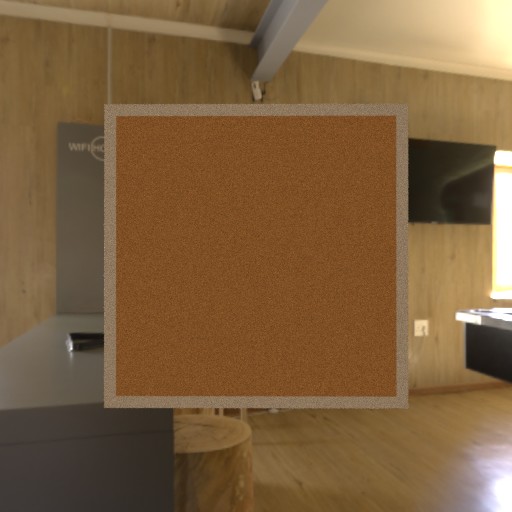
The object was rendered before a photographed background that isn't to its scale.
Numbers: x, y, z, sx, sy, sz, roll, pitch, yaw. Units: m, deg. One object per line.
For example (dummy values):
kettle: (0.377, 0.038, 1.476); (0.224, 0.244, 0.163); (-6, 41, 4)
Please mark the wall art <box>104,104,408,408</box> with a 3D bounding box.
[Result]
wall art: (0.000, 0.000, 0.818); (0.558, 0.559, 0.009); (0, 0, 0)
